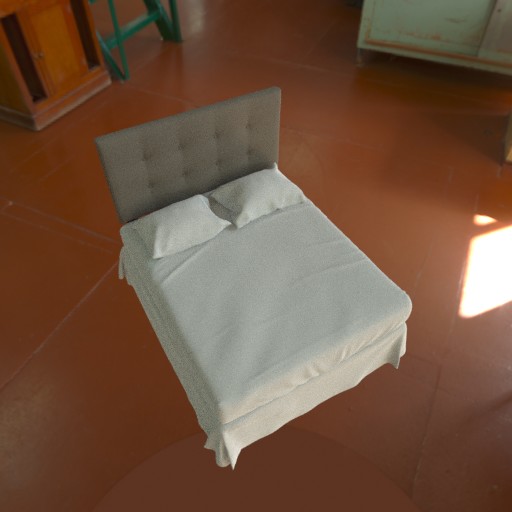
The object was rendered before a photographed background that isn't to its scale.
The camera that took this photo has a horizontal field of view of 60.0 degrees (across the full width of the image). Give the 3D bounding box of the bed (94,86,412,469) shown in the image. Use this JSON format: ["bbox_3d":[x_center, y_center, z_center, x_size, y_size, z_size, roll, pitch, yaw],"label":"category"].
[{"bbox_3d":[0.000,0.000,3.559,1.936,1.577,2.222,-23,52,-20],"label":"bed"}]
